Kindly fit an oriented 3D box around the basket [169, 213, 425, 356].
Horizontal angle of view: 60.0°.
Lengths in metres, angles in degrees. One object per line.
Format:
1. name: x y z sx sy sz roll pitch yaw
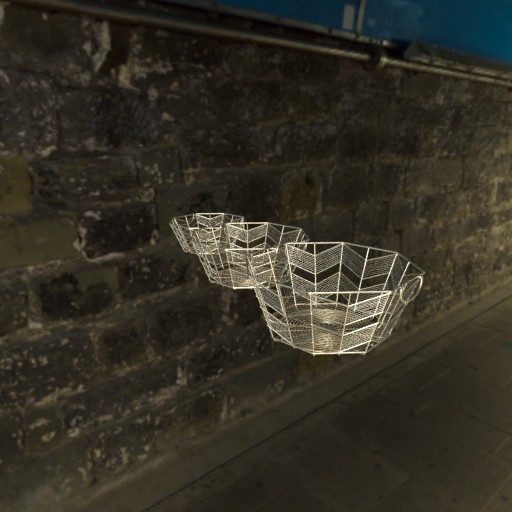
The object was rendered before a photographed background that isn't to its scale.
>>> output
1. basket: 0.000 0.000 1.442 0.432 0.178 1.246 -8 18 -25
